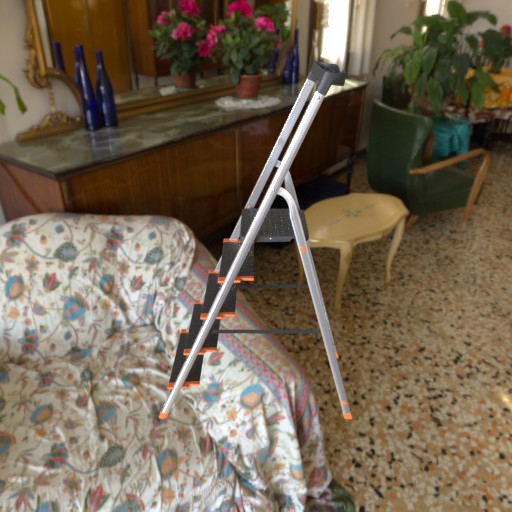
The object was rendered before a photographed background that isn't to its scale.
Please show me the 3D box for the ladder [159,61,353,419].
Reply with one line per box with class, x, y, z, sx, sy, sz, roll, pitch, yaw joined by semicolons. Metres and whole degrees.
ladder;0.000;0.000;2.074;0.995;1.646;0.480;0;29;0
